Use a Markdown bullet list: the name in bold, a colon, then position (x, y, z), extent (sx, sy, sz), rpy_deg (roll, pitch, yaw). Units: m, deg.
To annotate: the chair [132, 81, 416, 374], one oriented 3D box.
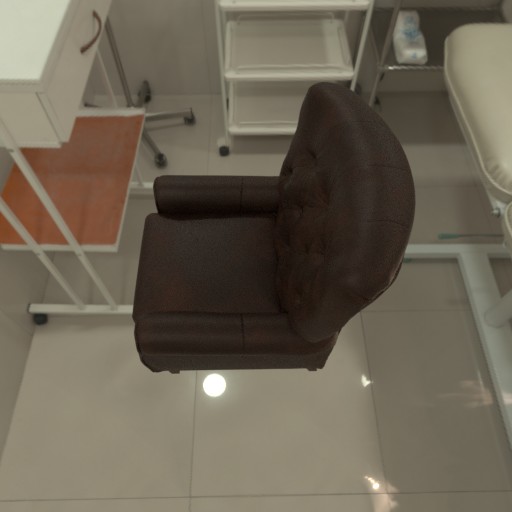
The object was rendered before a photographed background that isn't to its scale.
- **chair**: position (0.000, 0.000, 1.920), extent (1.058, 1.158, 0.948), rpy_deg (-1, 59, -1)
